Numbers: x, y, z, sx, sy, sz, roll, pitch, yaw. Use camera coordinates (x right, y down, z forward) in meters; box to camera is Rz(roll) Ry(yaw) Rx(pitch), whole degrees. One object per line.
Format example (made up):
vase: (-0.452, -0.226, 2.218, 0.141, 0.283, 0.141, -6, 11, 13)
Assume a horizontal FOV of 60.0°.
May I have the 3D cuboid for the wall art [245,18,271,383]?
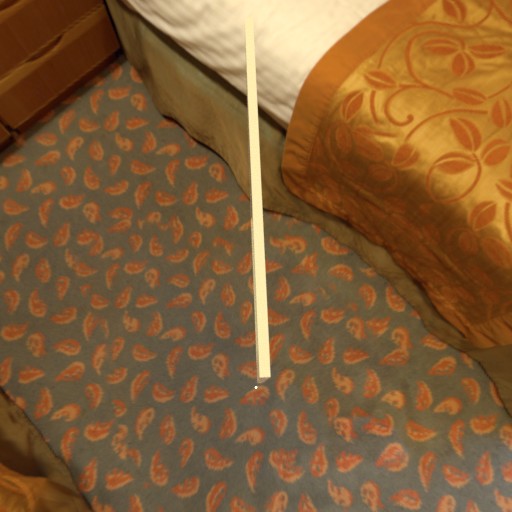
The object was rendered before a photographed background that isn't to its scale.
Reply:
wall art: (0.000, 0.000, 0.831, 0.011, 0.659, 0.454, -2, 74, -1)
